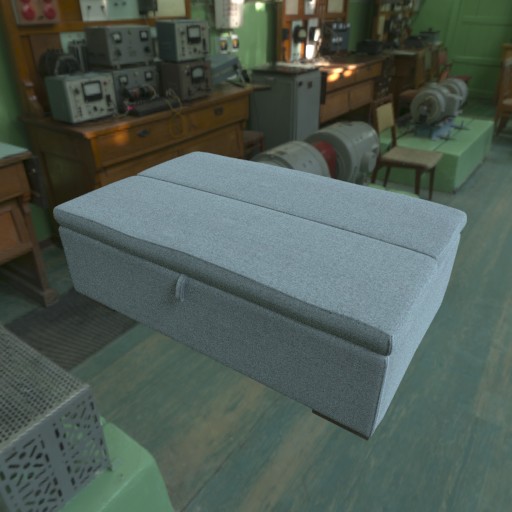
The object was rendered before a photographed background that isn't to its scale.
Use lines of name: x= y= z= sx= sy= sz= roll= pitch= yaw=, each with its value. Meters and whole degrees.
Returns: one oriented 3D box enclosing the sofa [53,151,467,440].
sofa: x=0.000 y=0.000 z=1.636 sx=1.250 sy=0.434 sz=0.817 roll=19 pitch=35 yaw=29
